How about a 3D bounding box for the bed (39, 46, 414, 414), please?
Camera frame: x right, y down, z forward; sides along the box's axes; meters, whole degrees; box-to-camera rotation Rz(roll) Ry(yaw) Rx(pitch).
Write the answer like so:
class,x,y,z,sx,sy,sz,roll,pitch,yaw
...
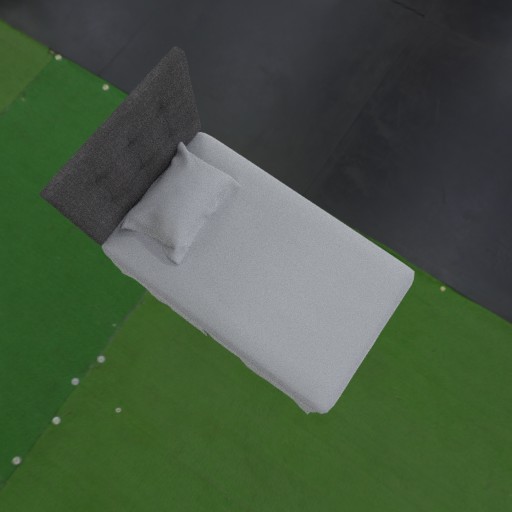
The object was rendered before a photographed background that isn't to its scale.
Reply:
class,x,y,z,sx,sy,sz,roll,pitch,yaw
bed,0.000,0.000,3.002,1.997,1.571,1.261,35,78,9
